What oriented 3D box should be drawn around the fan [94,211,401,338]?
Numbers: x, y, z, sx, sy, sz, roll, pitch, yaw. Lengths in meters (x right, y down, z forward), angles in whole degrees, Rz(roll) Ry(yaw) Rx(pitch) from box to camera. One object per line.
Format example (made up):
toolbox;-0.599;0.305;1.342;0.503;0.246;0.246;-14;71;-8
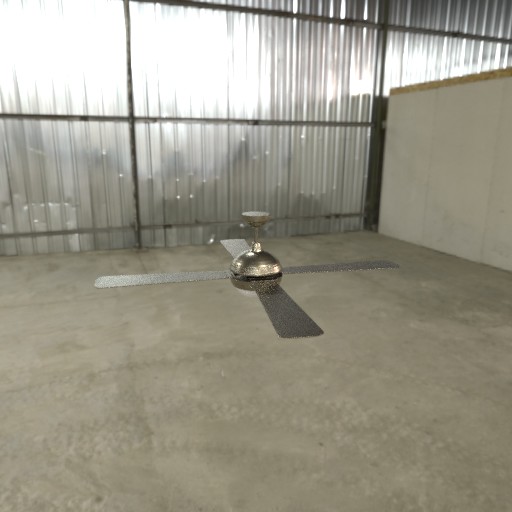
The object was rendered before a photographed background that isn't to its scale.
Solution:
fan;0.000;0.000;1.982;1.321;0.381;1.321;2;15;8
